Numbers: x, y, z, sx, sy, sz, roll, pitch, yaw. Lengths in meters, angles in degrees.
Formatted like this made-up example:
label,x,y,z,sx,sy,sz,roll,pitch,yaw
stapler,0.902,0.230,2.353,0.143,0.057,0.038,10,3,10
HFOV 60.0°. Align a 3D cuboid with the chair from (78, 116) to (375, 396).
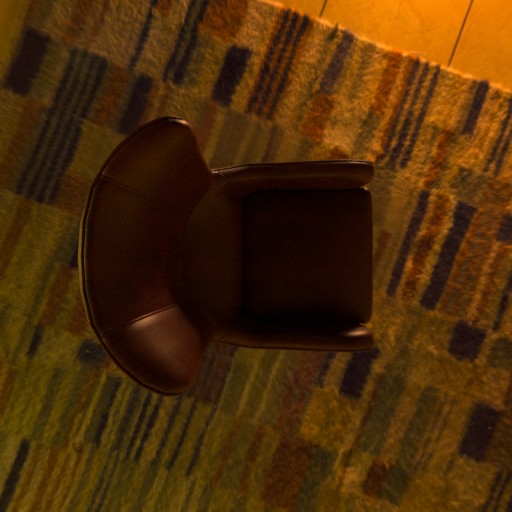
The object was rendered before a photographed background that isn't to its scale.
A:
label,x,y,z,sx,sy,sz,roll,pitch,yaw
chair,0.000,0.000,1.598,0.914,1.048,0.692,0,90,-2
